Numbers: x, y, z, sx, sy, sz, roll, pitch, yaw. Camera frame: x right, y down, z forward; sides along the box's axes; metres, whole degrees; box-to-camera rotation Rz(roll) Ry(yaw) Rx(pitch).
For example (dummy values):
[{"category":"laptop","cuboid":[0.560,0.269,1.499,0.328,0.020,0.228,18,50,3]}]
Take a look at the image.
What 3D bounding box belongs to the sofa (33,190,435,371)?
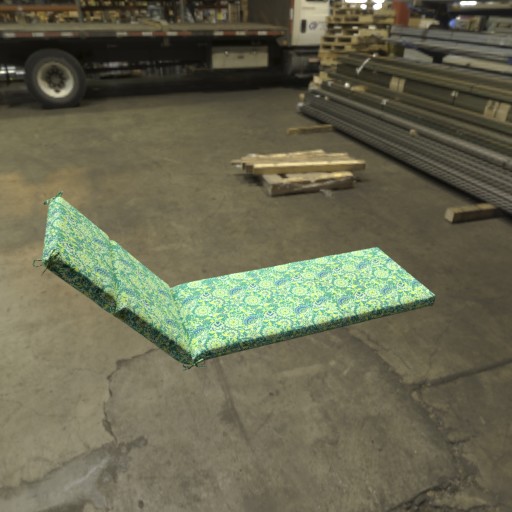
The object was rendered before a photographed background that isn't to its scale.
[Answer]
[{"category":"sofa","cuboid":[0.000,0.000,1.972,1.663,0.622,0.582,-10,32,-17]}]
